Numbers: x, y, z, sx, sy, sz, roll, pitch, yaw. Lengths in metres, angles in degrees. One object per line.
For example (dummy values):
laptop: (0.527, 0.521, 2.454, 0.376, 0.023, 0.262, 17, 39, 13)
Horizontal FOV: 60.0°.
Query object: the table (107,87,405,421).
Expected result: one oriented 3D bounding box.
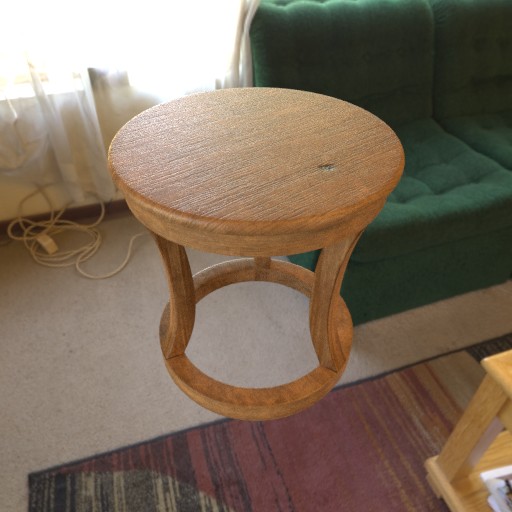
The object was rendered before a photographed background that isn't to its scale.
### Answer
table: (0.000, 0.000, 0.808, 0.432, 0.460, 0.432, 0, 40, 0)
